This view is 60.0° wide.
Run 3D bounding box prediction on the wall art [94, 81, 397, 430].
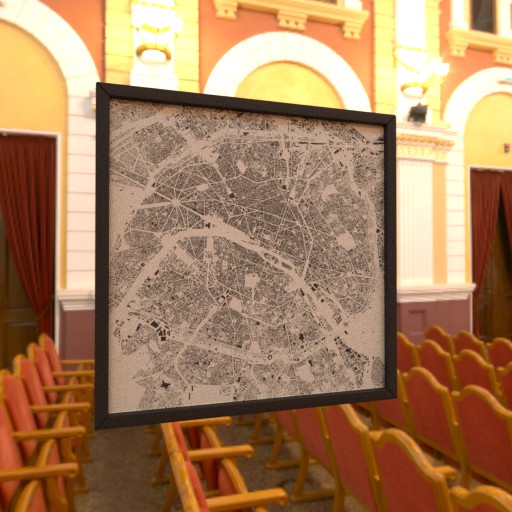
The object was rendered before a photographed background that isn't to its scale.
[{"bbox_3d":[0.000,0.000,0.448,0.305,0.305,0.037,0,-1,-17],"label":"wall art"}]
